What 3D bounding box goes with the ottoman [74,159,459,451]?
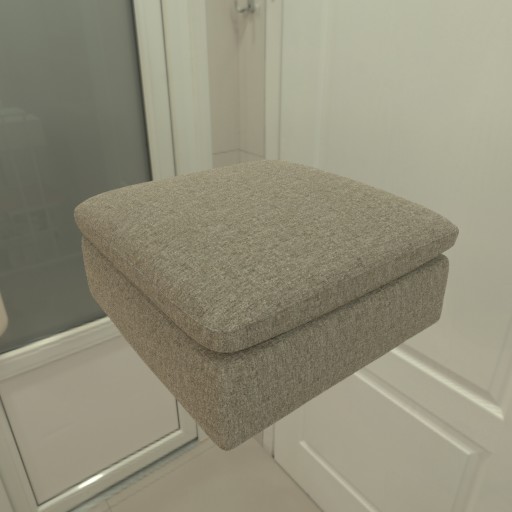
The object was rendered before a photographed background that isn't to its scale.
[{"bbox_3d":[0.000,0.000,1.656,1.035,0.526,1.039,-19,33,-33],"label":"ottoman"}]
